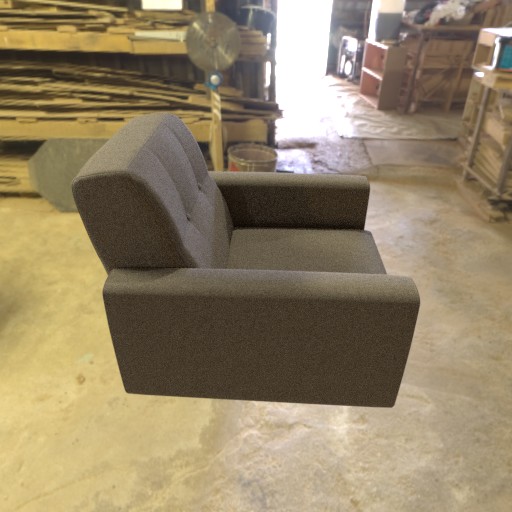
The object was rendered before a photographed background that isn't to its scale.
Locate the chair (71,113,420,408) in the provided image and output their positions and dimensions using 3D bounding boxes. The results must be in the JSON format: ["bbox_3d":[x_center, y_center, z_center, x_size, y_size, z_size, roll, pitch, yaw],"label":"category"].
[{"bbox_3d":[0.000,0.000,1.527,0.907,0.839,0.831,1,33,2],"label":"chair"}]
